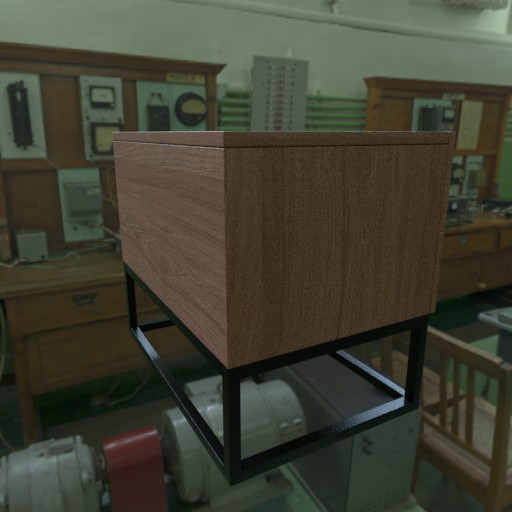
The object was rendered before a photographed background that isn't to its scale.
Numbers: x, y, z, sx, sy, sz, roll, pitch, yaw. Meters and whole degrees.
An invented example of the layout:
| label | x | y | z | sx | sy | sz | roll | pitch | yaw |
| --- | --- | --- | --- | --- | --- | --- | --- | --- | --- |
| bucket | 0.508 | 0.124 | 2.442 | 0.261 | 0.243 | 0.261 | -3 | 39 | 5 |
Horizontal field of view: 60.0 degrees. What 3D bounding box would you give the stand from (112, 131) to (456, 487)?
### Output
| label | x | y | z | sx | sy | sz | roll | pitch | yaw |
| --- | --- | --- | --- | --- | --- | --- | --- | --- | --- |
| stand | 0.000 | 0.000 | 0.928 | 0.420 | 0.500 | 0.600 | -8 | 18 | -28 |
